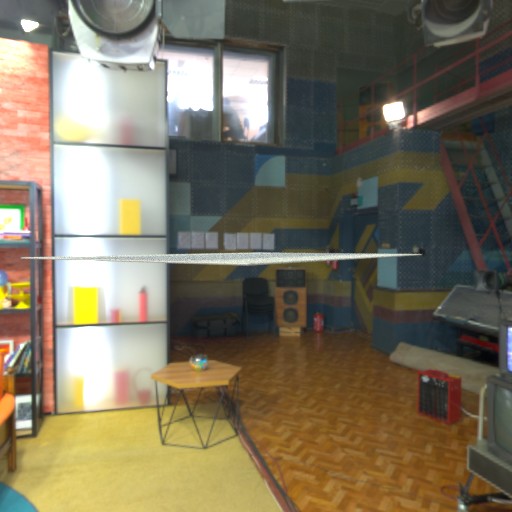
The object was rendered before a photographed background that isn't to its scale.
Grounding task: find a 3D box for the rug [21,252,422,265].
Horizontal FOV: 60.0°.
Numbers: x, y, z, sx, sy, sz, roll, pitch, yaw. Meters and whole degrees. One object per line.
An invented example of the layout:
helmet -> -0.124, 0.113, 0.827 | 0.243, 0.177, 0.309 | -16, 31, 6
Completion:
rug -> 0.000, 0.000, 2.323 | 1.219, 0.005, 1.828 | 1, 2, 35
